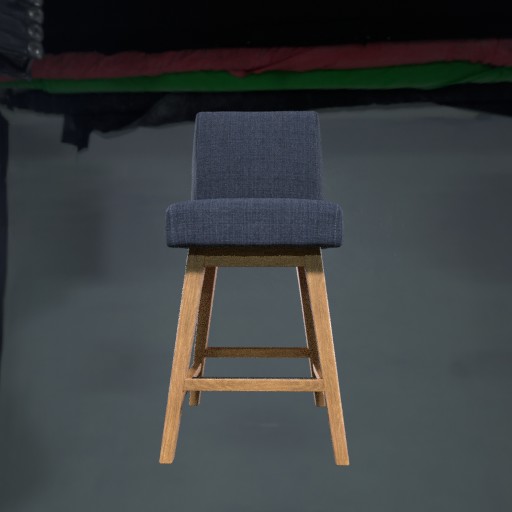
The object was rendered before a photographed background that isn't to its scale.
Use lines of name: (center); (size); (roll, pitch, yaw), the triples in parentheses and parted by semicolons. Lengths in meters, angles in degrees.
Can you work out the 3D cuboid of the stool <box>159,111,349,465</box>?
stool: (0.000, 0.000, 1.325); (0.459, 1.010, 0.526); (0, 0, 1)
